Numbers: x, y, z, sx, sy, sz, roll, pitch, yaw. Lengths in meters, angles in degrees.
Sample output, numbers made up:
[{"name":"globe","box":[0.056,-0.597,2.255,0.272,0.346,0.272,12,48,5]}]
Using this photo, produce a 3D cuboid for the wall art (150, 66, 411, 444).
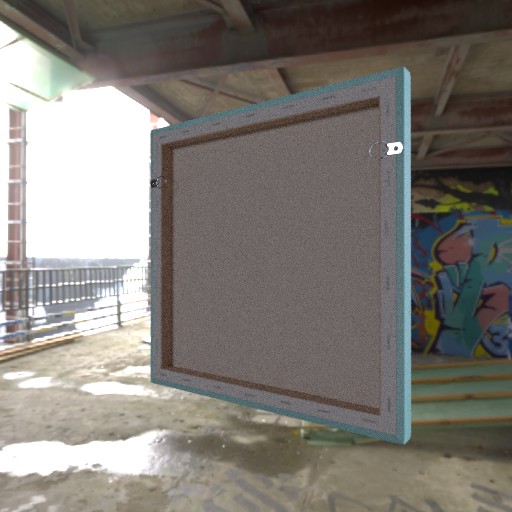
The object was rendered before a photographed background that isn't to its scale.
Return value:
[{"name":"wall art","box":[0.000,0.000,1.583,1.071,1.073,0.070,0,0,36]}]
